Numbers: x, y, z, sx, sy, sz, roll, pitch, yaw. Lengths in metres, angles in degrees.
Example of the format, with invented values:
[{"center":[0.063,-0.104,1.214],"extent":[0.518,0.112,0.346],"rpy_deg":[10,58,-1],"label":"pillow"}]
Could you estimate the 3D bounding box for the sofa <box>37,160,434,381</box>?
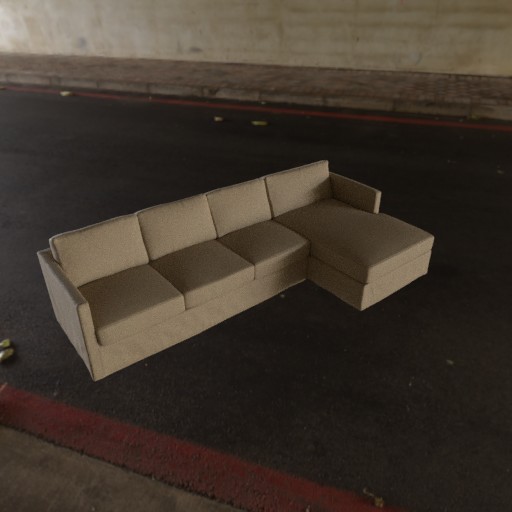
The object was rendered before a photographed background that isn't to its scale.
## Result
[{"center":[0.000,0.000,3.959],"extent":[3.206,0.871,1.622],"rpy_deg":[-22,37,-32],"label":"sofa"}]
